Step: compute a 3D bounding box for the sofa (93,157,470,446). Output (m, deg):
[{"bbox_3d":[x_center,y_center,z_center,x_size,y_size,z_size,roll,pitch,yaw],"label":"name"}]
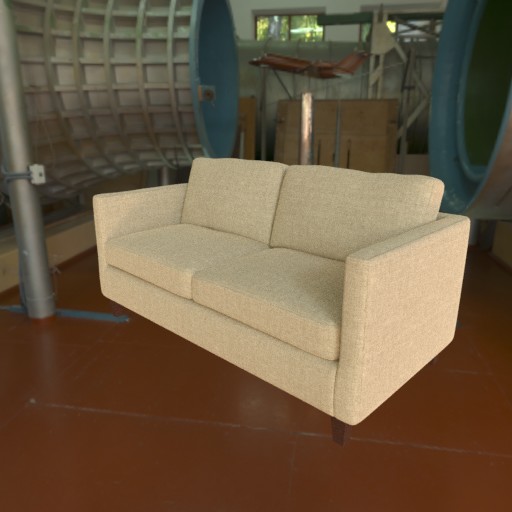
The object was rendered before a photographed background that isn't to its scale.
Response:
[{"bbox_3d":[0.000,0.000,2.410,1.884,0.963,0.950,16,23,41],"label":"sofa"}]
